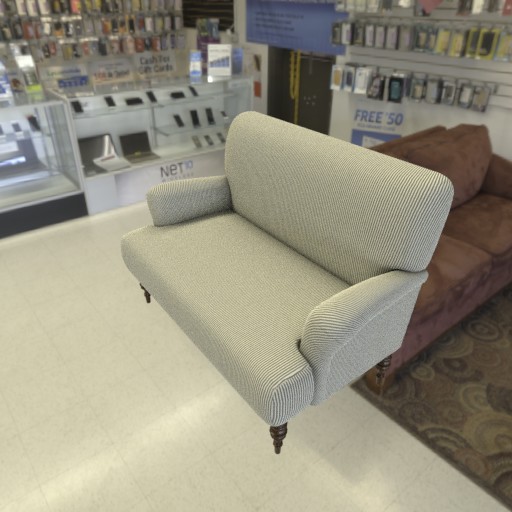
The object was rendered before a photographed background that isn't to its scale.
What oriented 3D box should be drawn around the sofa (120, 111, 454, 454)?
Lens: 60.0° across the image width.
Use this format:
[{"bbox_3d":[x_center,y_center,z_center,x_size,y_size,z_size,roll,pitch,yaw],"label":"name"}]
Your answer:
[{"bbox_3d":[0.000,0.000,1.869,0.779,0.889,1.297,-21,37,-30],"label":"sofa"}]
